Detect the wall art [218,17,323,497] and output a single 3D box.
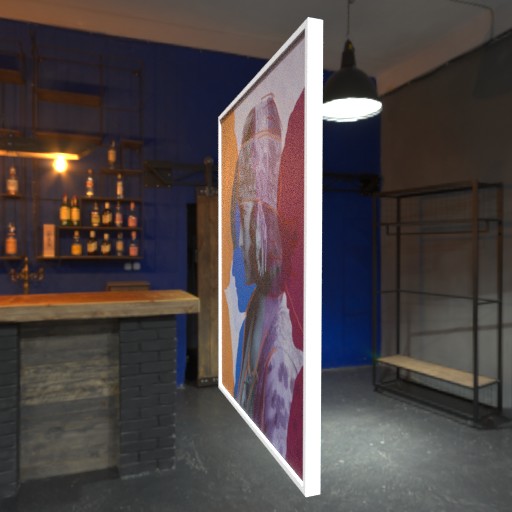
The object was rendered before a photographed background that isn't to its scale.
[{"bbox_3d":[0.000,0.000,1.351,0.039,1.050,0.795,-1,2,-19],"label":"wall art"}]
